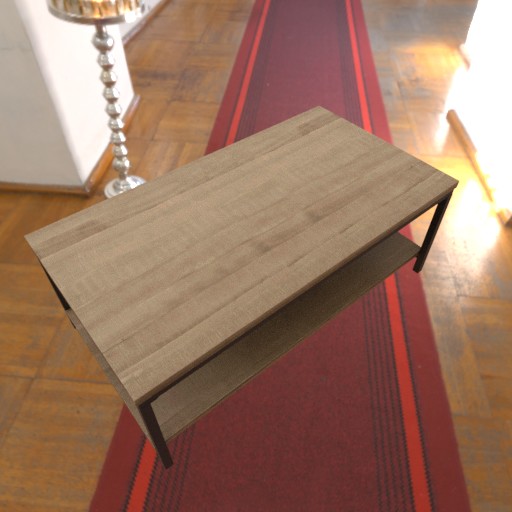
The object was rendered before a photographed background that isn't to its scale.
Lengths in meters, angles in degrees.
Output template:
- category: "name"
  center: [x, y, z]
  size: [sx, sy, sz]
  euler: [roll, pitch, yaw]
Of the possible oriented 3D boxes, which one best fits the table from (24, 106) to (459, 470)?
- category: "table"
  center: [0.000, 0.000, 1.352]
  size: [1.062, 0.393, 0.574]
  euler: [-31, 54, -26]
